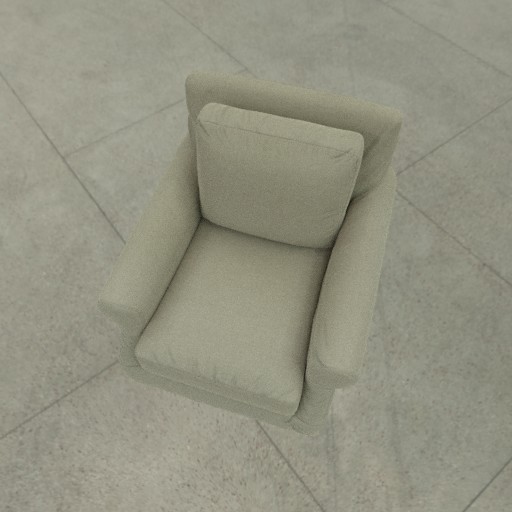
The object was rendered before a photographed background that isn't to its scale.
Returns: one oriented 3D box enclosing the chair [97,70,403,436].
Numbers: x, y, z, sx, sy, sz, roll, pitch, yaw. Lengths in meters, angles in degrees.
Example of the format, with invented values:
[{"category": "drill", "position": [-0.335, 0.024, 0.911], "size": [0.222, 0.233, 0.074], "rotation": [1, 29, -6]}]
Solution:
[{"category": "chair", "position": [0.000, 0.000, 1.737], "size": [0.940, 0.866, 1.066], "rotation": [14, 59, 9]}]
